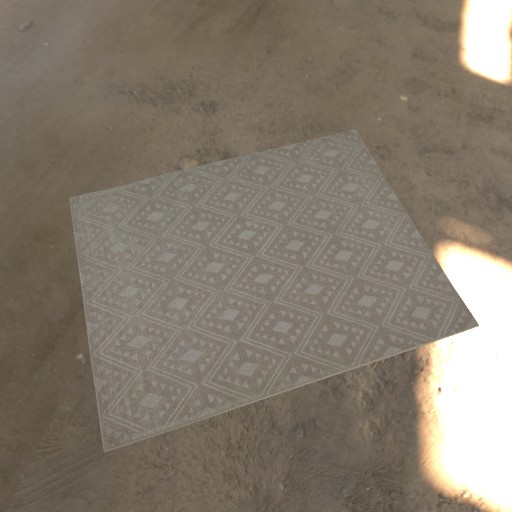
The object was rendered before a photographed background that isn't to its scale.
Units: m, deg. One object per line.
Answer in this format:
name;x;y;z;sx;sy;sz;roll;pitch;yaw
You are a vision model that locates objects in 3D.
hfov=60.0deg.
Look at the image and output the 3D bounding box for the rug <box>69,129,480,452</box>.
rug;0.000;0.000;3.930;3.011;0.054;2.399;-16;60;-9
